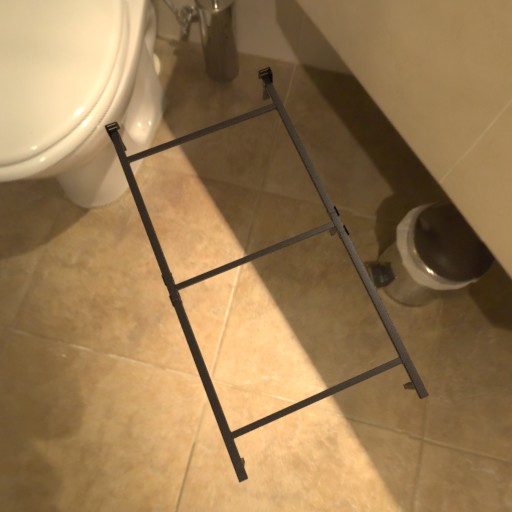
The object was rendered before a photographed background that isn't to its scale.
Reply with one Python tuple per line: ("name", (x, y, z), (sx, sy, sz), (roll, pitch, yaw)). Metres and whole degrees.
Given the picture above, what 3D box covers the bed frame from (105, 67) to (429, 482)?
("bed frame", (0.000, 0.000, 2.300), (0.968, 0.248, 1.897), (-22, 75, -6))
